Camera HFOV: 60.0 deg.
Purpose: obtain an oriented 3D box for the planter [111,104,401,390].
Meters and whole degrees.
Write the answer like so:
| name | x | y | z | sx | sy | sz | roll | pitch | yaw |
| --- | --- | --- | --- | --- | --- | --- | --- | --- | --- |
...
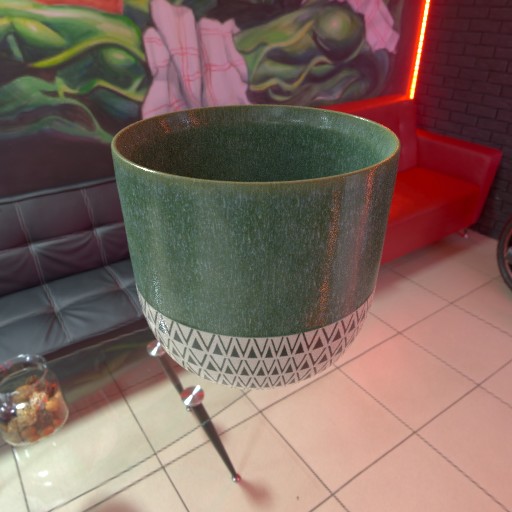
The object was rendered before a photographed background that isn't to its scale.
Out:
| name | x | y | z | sx | sy | sz | roll | pitch | yaw |
| --- | --- | --- | --- | --- | --- | --- | --- | --- | --- |
| planter | 0.000 | 0.000 | 0.489 | 0.266 | 0.270 | 0.266 | 0 | 30 | 0 |
